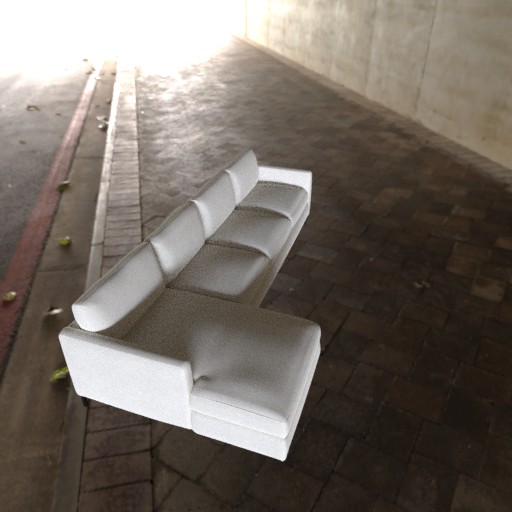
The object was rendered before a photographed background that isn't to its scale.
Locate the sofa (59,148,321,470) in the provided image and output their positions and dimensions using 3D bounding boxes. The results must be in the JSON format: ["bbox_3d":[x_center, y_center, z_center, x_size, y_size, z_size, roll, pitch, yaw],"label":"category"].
[{"bbox_3d":[0.000,0.000,3.819,1.467,0.875,3.186,10,33,16],"label":"sofa"}]
